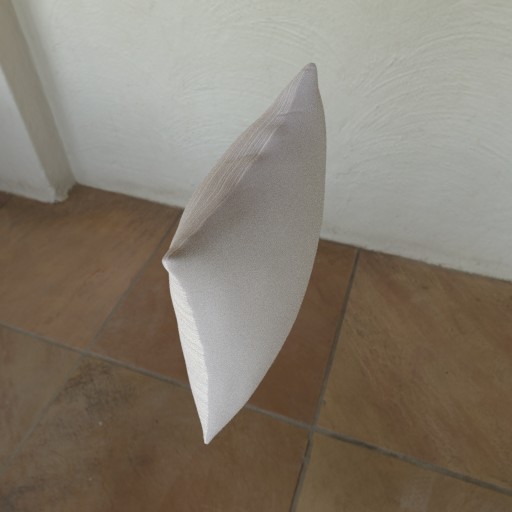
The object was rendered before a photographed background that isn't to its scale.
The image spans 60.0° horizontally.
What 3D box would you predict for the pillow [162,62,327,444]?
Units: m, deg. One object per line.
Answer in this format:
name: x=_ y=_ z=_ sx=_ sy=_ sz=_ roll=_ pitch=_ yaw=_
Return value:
pillow: x=0.000 y=0.000 z=0.794 sx=0.204 sy=0.497 sz=0.512 roll=16 pitch=49 yaw=15
